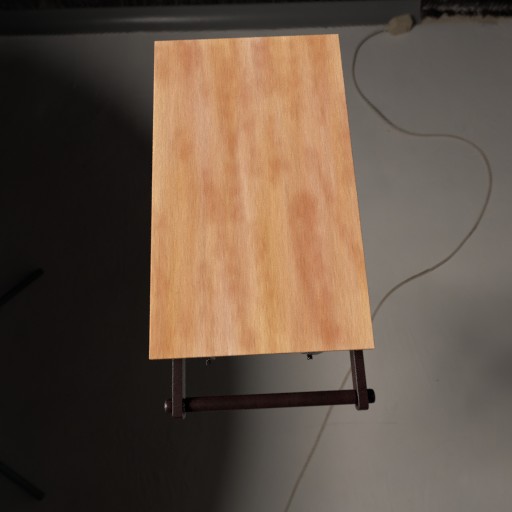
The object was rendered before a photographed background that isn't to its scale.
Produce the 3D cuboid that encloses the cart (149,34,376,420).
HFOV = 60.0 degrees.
[{"bbox_3d":[0.000,0.000,1.430,0.472,0.878,0.914,-3,75,-1],"label":"cart"}]
